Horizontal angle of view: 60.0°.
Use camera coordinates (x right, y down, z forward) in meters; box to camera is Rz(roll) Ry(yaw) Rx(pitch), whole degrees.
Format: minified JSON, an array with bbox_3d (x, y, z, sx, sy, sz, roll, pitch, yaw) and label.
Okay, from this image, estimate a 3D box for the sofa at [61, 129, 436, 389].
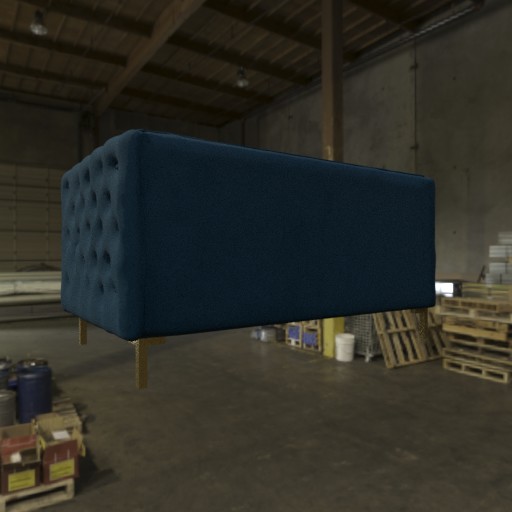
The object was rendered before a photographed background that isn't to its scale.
[{"bbox_3d":[0.000,0.000,2.097,1.583,0.810,0.909,0,0,-35],"label":"sofa"}]
